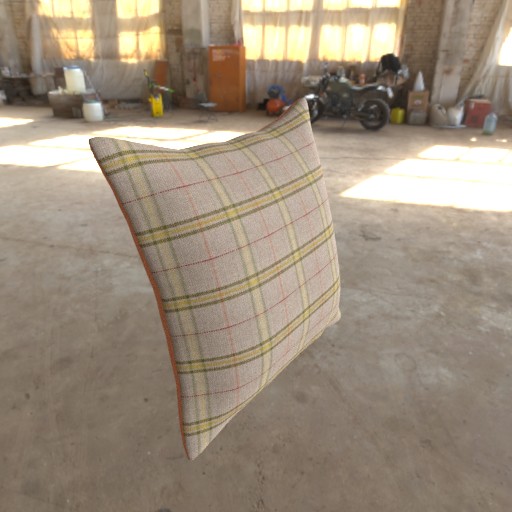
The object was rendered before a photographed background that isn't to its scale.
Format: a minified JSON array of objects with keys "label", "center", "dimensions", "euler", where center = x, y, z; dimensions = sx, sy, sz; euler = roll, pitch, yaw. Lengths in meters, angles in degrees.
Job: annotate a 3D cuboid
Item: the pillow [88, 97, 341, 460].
[{"label":"pillow","center":[0.000,0.000,0.703],"dimensions":[0.200,0.430,0.453],"euler":[18,31,32]}]
